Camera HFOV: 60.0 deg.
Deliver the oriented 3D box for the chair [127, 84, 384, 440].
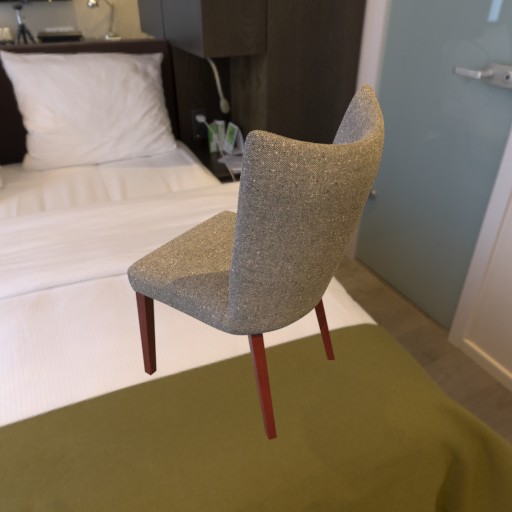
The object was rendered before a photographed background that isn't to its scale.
[{"bbox_3d":[0.000,0.000,1.309,0.623,0.924,0.535,20,37,29],"label":"chair"}]
